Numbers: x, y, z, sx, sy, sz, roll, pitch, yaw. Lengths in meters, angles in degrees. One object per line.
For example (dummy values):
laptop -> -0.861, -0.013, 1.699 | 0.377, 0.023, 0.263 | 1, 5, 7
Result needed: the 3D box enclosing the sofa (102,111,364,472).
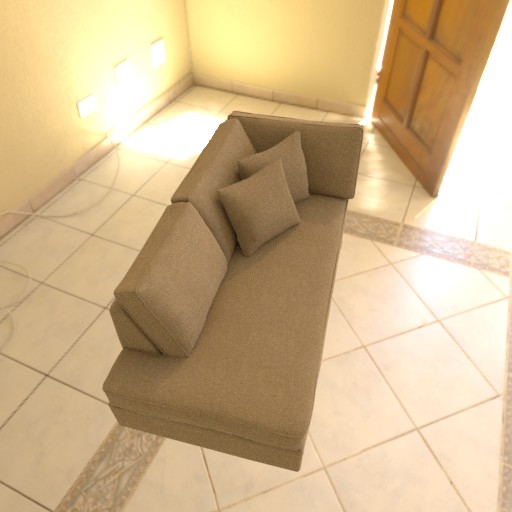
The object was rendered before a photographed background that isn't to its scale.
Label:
sofa -> 0.000, 0.000, 2.880 | 1.110, 1.019, 2.238 | 10, 46, 10
